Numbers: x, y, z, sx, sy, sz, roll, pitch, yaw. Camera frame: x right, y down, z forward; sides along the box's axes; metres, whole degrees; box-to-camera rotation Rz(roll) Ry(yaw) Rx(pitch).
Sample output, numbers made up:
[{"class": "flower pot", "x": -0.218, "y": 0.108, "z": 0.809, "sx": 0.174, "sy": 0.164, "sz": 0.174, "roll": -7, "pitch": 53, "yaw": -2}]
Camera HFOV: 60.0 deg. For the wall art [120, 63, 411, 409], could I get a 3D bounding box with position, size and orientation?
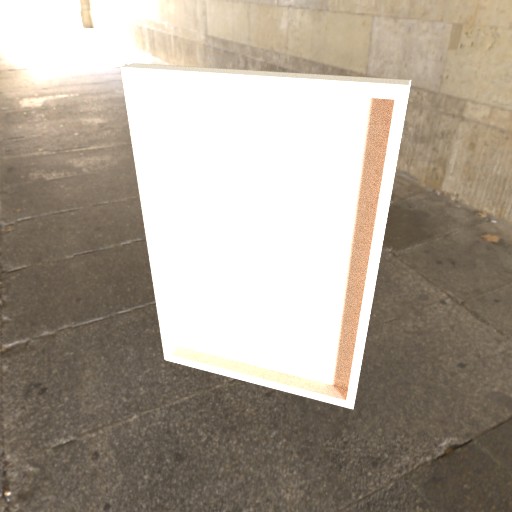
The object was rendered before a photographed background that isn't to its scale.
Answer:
[{"class": "wall art", "x": 0.000, "y": 0.000, "z": 0.786, "sx": 0.418, "sy": 0.608, "sz": 0.038, "roll": 10, "pitch": 34, "yaw": 16}]
